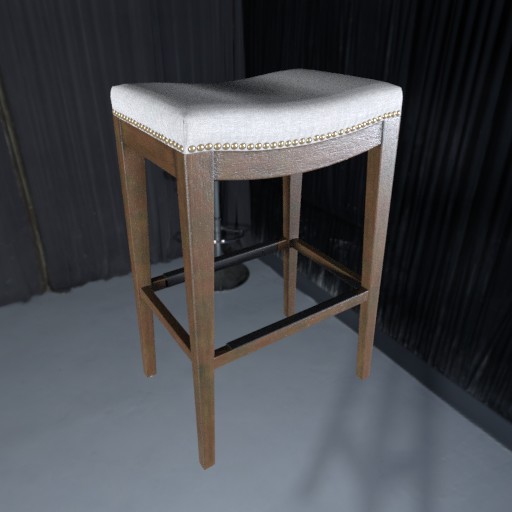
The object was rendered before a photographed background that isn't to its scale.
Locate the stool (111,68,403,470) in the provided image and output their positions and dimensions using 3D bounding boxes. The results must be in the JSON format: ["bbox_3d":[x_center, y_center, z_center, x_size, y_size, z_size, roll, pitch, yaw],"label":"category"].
[{"bbox_3d":[0.000,0.000,1.034,0.508,0.762,0.356,-18,34,-29],"label":"stool"}]
